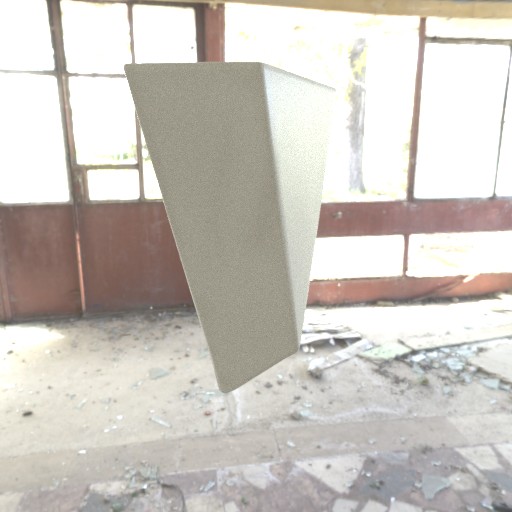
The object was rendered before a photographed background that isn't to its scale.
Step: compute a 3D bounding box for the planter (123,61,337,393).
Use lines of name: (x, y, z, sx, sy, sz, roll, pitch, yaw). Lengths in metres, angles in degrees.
planter: (0.000, 0.000, 0.267, 0.060, 0.197, 0.150, 7, 16, 27)
